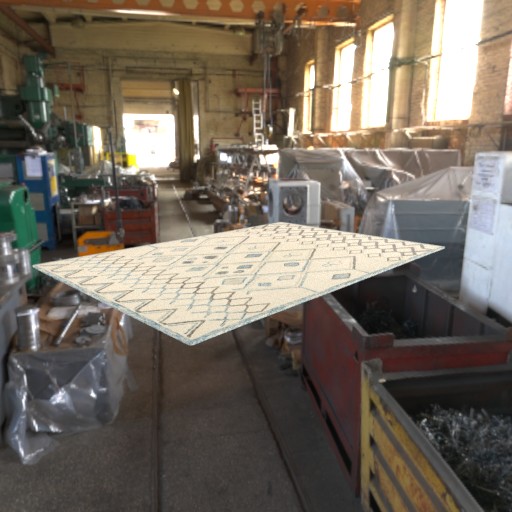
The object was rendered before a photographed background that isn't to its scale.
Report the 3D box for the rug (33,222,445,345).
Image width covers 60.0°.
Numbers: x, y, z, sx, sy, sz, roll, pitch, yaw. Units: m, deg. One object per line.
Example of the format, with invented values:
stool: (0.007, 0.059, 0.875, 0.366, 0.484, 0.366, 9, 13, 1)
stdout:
rug: (0.000, 0.000, 2.344, 1.260, 0.009, 1.820, 13, 19, 43)
